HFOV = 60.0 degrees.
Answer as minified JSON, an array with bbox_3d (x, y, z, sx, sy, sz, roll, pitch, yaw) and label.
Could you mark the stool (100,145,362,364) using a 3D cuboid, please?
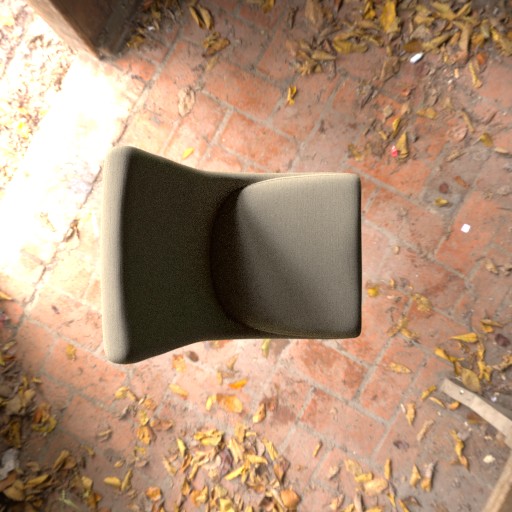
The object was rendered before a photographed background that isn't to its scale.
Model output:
[{"bbox_3d":[0.000,0.000,1.353,0.577,1.078,0.470,0,90,1],"label":"stool"}]
